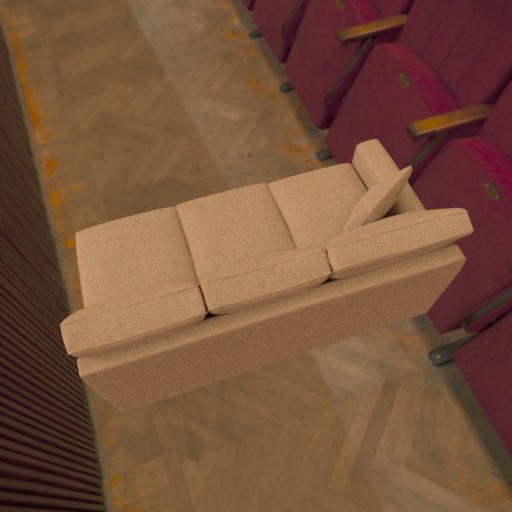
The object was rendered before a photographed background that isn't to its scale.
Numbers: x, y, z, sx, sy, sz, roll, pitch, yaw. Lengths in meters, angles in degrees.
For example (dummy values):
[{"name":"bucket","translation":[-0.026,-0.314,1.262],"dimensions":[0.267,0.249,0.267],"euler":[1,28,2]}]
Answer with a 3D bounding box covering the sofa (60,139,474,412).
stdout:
[{"name":"sofa","translation":[0.000,0.000,2.545],"dimensions":[1.962,0.946,1.034],"euler":[-16,60,-10]}]
